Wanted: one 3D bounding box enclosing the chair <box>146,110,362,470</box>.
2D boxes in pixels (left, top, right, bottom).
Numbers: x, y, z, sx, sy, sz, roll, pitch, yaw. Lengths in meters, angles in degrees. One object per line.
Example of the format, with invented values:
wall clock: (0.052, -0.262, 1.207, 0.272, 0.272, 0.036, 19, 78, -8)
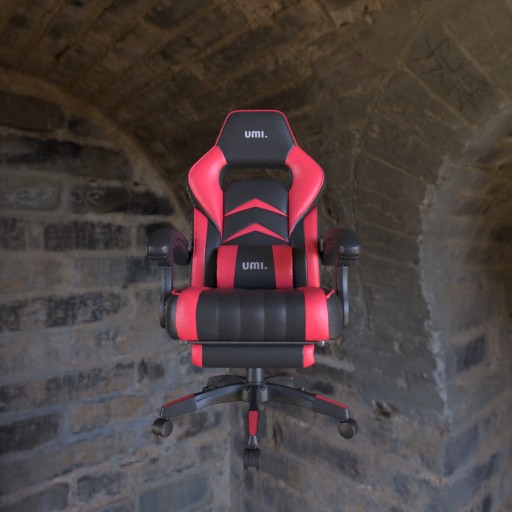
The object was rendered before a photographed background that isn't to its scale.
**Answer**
chair: (0.000, 0.000, 1.594, 0.700, 1.220, 0.700, 0, 0, 1)
